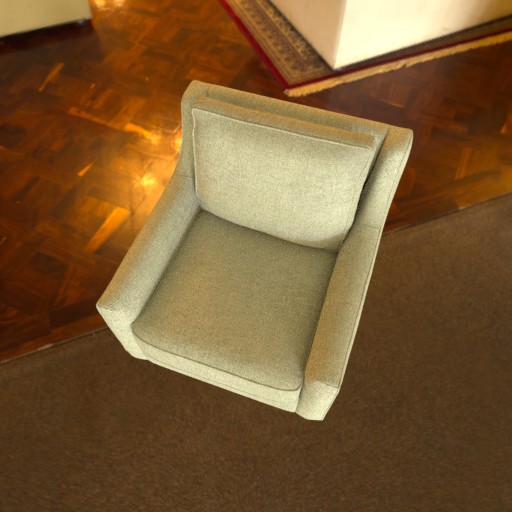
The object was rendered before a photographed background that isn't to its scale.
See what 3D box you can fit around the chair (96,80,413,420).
[{"bbox_3d":[0.000,0.000,1.637,0.838,0.864,0.918,17,59,10],"label":"chair"}]
